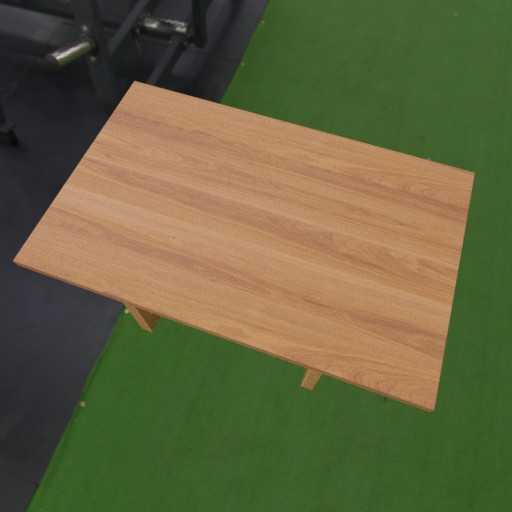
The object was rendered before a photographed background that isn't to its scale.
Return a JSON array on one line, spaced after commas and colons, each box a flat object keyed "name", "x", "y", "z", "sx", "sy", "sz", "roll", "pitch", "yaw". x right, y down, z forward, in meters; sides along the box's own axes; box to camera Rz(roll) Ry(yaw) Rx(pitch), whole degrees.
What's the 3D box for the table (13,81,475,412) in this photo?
[{"name": "table", "x": 0.000, "y": 0.000, "z": 1.450, "sx": 1.100, "sy": 0.510, "sz": 0.700, "roll": 18, "pitch": 65, "yaw": 9}]
